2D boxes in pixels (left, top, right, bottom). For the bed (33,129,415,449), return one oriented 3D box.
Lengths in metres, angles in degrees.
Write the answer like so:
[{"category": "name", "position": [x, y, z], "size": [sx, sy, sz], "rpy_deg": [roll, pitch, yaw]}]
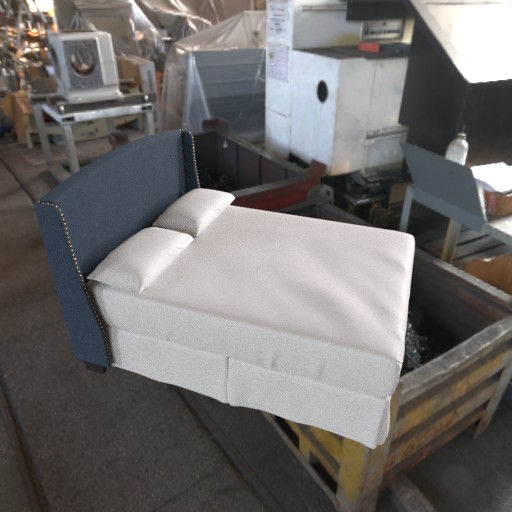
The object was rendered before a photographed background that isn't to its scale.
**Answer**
[{"category": "bed", "position": [0.000, 0.000, 3.285], "size": [2.237, 1.407, 1.710], "rpy_deg": [11, 33, 17]}]
